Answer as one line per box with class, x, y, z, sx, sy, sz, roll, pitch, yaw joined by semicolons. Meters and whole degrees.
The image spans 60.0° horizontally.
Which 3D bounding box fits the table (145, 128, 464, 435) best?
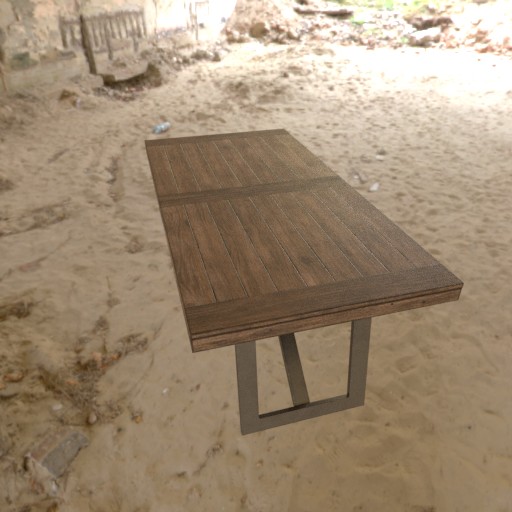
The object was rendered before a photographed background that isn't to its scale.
table;0.000;0.000;2.355;0.931;0.757;1.867;-9;33;-13
